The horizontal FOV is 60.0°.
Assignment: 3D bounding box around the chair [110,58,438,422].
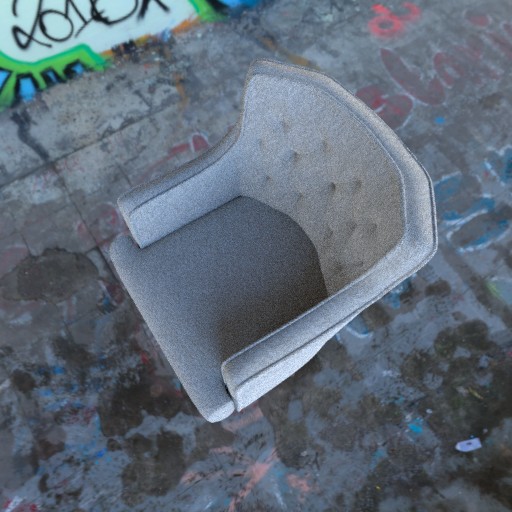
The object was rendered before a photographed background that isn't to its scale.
[{"bbox_3d":[0.000,0.000,1.639,0.910,0.920,0.820,-31,68,-14],"label":"chair"}]
